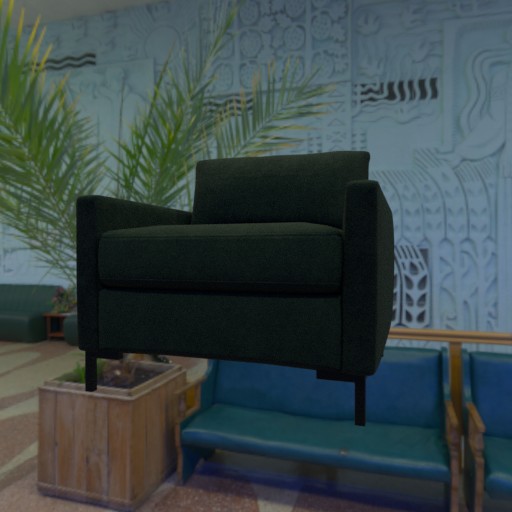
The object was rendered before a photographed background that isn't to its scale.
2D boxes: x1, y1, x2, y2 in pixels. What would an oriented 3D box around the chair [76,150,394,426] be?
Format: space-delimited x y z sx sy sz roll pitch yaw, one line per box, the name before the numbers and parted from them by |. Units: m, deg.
chair | 0.000 0.000 1.645 0.963 0.861 0.866 0 0 19
